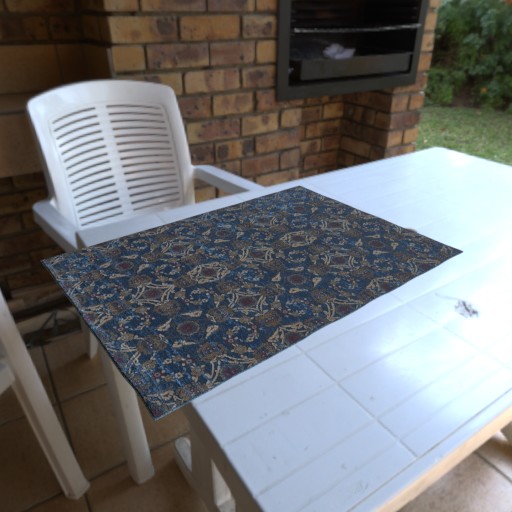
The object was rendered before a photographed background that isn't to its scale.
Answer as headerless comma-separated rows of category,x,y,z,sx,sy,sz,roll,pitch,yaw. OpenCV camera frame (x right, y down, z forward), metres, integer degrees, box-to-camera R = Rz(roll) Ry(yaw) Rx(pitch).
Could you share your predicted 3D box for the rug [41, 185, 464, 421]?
rug,0.000,0.000,2.831,2.207,0.014,1.567,-21,35,-32
